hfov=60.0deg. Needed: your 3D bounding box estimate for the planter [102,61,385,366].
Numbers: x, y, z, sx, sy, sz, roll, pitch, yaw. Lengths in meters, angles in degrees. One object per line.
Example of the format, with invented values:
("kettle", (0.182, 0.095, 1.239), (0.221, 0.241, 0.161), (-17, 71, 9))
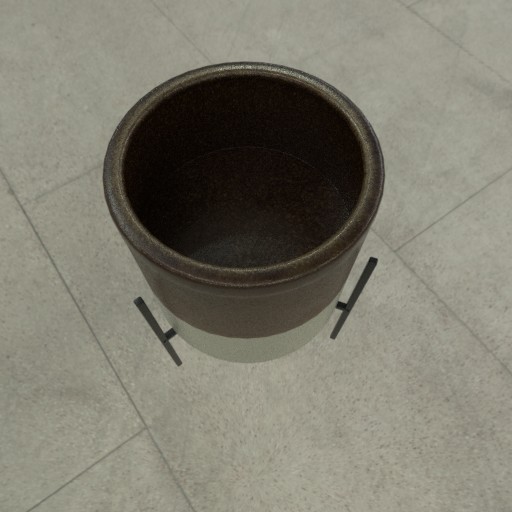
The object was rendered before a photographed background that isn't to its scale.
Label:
("planter", (0.000, 0.000, 0.551), (0.269, 0.375, 0.255), (17, 64, 8))
